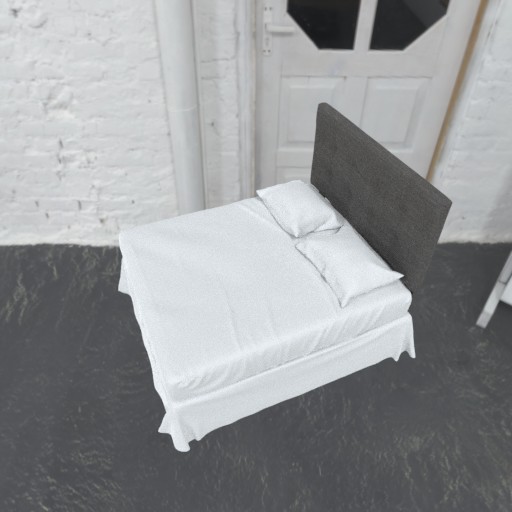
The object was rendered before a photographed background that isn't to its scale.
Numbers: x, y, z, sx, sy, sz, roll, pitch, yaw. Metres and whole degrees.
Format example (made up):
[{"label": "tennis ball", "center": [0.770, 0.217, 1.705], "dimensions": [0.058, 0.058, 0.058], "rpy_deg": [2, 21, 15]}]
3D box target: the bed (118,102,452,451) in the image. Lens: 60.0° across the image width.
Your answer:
[{"label": "bed", "center": [0.000, 0.000, 3.596], "dimensions": [2.222, 1.577, 1.936], "rpy_deg": [-17, 46, -17]}]
